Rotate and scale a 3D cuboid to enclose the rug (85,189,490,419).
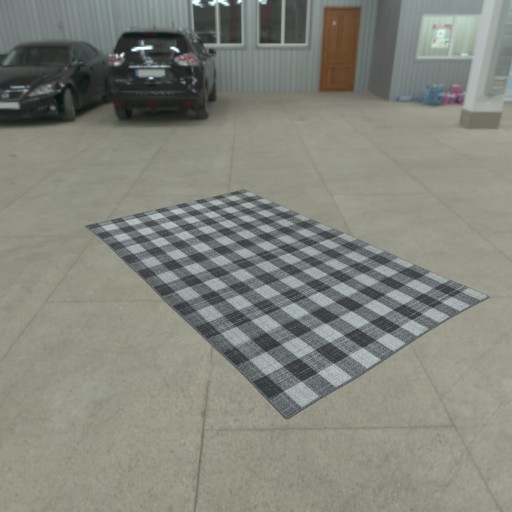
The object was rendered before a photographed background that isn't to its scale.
[{"bbox_3d":[0.000,0.000,3.045,1.554,0.011,2.476,-18,32,-32],"label":"rug"}]
